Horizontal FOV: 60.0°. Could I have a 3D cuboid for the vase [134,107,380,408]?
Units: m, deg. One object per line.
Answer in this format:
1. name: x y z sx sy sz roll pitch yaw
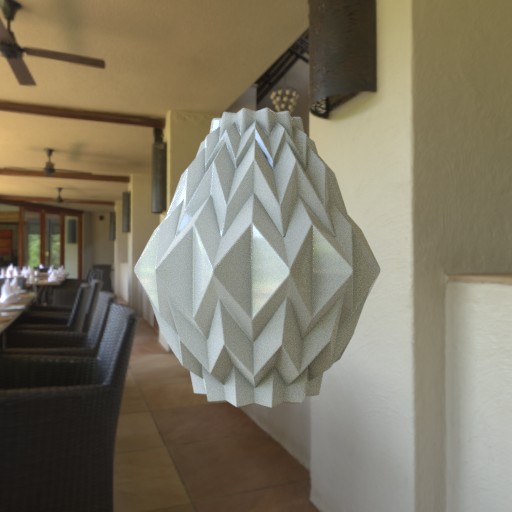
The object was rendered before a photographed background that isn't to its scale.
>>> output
1. vase: 0.000 0.000 0.306 0.164 0.185 0.164 0 -1 0
